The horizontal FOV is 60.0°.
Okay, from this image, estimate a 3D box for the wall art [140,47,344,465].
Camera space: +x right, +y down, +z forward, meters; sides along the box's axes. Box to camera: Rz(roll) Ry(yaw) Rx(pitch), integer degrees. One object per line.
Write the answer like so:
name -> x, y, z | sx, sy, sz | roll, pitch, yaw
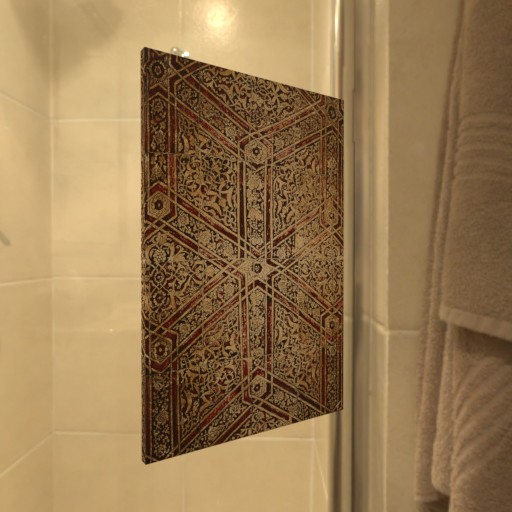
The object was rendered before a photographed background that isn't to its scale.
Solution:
wall art -> 0.000, 0.000, 0.754 | 0.397, 0.599, 0.020 | 0, 1, -34
